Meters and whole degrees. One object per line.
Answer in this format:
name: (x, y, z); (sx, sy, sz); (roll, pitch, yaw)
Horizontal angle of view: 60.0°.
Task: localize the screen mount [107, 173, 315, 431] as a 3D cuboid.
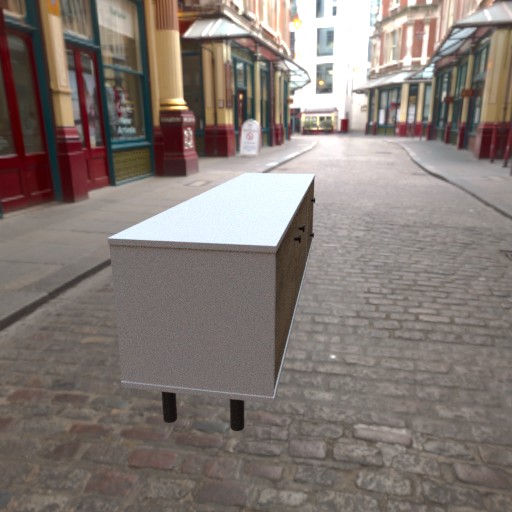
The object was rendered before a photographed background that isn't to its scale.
screen mount: (0.000, 0.000, 1.833); (0.418, 0.520, 1.600); (3, 16, 10)
